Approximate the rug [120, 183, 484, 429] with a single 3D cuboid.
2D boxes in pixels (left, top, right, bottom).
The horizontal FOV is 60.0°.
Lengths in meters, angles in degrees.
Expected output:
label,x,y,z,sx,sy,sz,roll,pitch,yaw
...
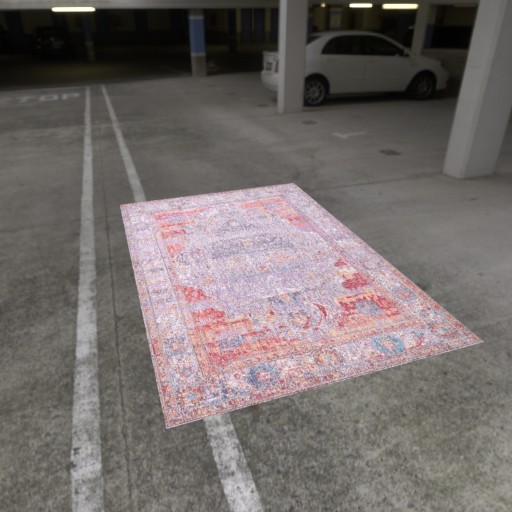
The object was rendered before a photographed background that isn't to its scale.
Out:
label,x,y,z,sx,sy,sz,roll,pitch,yaw
rug,0.000,0.000,2.280,1.219,0.005,1.829,-10,31,-17
